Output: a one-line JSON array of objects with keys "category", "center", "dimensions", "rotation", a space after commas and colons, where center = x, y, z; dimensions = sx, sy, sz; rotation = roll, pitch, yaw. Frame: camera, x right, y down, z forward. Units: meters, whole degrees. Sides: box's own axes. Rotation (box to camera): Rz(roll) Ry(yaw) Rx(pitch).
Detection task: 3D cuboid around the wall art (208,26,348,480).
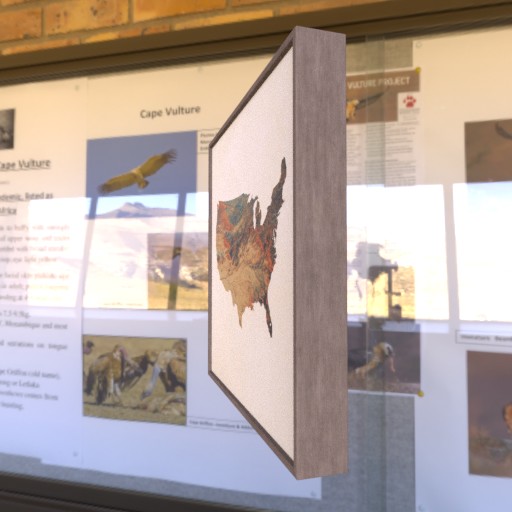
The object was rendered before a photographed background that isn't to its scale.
[{"category": "wall art", "center": [0.000, 0.000, 0.444], "dimensions": [0.038, 0.302, 0.303], "rotation": [0, -2, -17]}]
